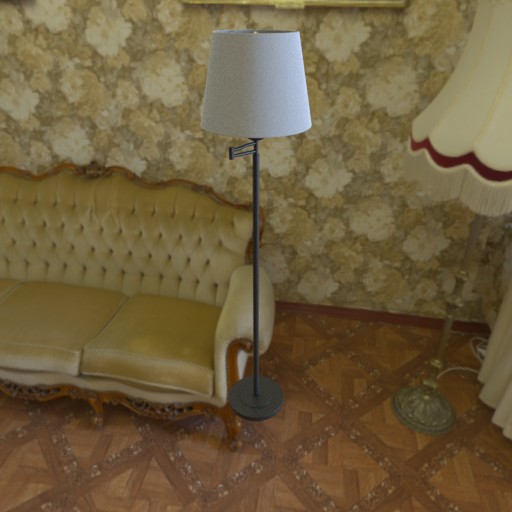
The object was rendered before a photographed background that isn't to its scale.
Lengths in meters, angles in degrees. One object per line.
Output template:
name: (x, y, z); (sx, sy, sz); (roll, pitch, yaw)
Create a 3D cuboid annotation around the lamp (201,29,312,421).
lamp: (0.000, 0.000, 1.628); (0.348, 1.473, 0.348); (-21, 35, -32)
